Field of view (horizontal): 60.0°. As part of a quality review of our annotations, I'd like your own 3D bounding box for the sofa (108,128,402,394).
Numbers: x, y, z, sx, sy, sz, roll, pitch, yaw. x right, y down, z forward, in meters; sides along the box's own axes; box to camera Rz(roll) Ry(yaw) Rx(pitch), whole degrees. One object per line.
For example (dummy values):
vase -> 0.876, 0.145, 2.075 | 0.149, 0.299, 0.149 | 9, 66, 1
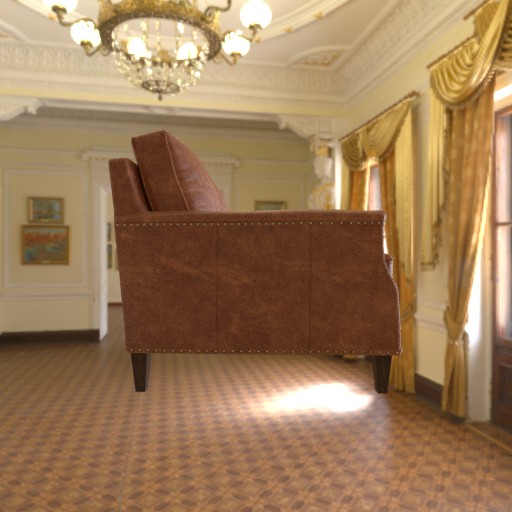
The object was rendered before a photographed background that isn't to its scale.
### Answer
sofa -> 0.000, 0.000, 2.356 | 1.084, 1.003, 1.597 | 0, 0, 1
